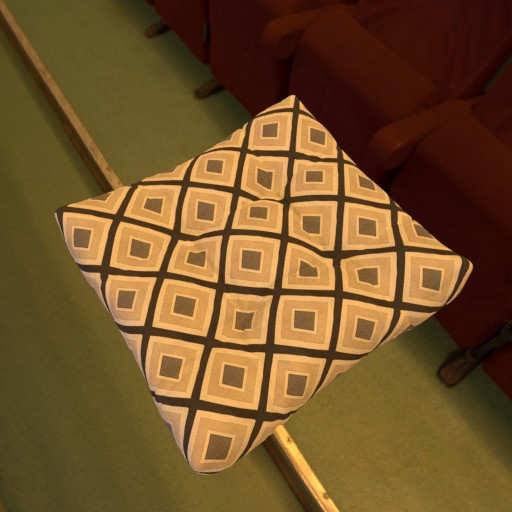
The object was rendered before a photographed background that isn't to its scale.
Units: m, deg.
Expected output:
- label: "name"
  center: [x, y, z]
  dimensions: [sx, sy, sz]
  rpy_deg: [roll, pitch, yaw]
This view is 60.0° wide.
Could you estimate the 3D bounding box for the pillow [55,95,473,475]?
- label: "pillow"
  center: [0.000, 0.000, 0.714]
  dimensions: [0.490, 0.128, 0.468]
  rpy_deg: [-31, 67, -15]
